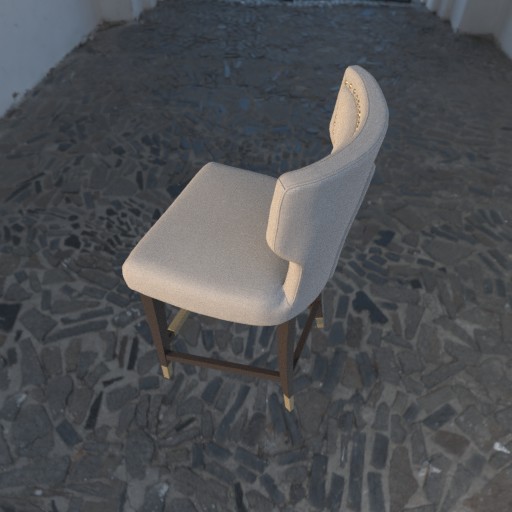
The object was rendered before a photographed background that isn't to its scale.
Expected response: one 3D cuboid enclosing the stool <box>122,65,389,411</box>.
[{"bbox_3d":[0.000,0.000,1.307,0.563,0.982,0.527,17,49,15],"label":"stool"}]
